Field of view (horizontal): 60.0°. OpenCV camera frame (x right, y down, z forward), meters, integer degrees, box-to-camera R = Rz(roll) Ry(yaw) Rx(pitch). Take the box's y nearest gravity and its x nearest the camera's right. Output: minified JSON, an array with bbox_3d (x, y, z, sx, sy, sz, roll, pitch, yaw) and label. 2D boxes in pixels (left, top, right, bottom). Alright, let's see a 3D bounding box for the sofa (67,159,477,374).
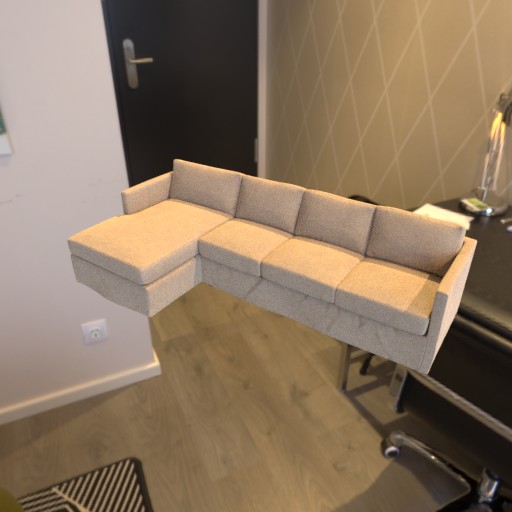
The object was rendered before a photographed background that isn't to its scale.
[{"bbox_3d":[0.000,0.000,3.869,3.198,0.920,1.638,19,35,29],"label":"sofa"}]
